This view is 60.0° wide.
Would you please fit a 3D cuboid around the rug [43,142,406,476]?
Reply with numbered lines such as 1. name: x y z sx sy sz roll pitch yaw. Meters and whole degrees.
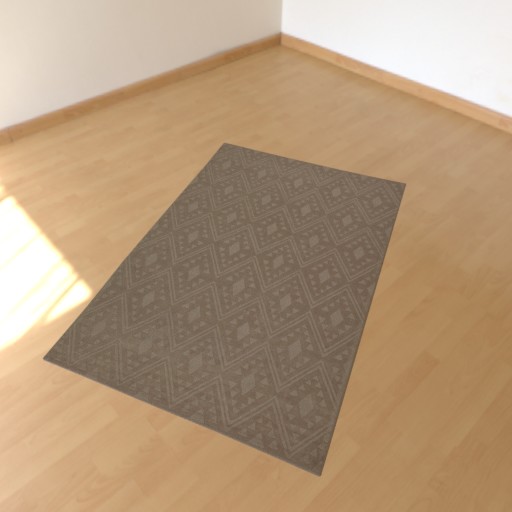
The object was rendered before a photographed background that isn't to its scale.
1. rug: 0.000 0.000 2.323 1.252 0.034 1.829 17 48 15
